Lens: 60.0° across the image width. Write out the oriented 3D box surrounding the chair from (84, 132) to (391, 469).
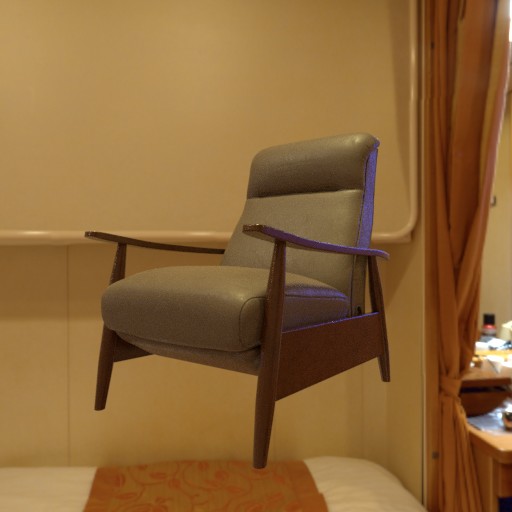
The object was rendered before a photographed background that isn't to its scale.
[{"bbox_3d":[0.000,0.000,1.733,0.762,1.082,1.014,1,1,36],"label":"chair"}]
